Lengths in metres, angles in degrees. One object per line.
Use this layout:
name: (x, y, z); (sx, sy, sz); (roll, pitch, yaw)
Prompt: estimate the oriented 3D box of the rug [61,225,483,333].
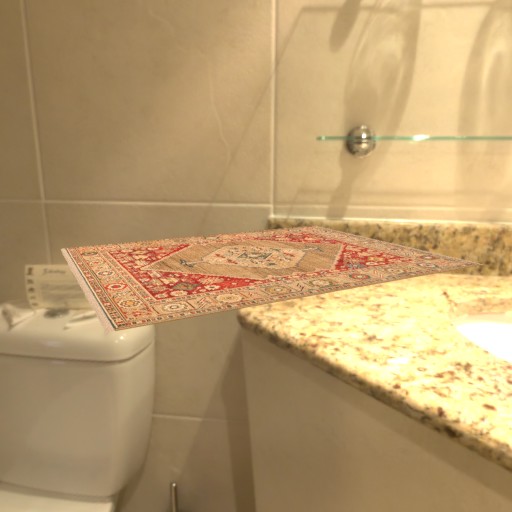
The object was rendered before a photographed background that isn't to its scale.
rug: (0.000, 0.000, 4.117); (3.143, 0.008, 2.451); (-7, 15, -28)
